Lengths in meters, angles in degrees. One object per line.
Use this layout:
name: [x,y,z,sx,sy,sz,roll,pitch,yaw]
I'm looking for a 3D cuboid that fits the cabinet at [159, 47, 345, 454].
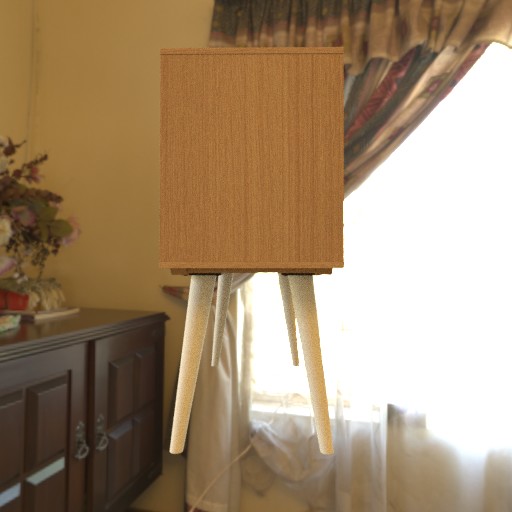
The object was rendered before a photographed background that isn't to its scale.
cabinet: [0.000,0.000,1.622,0.470,1.016,1.057,0,-1,1]
